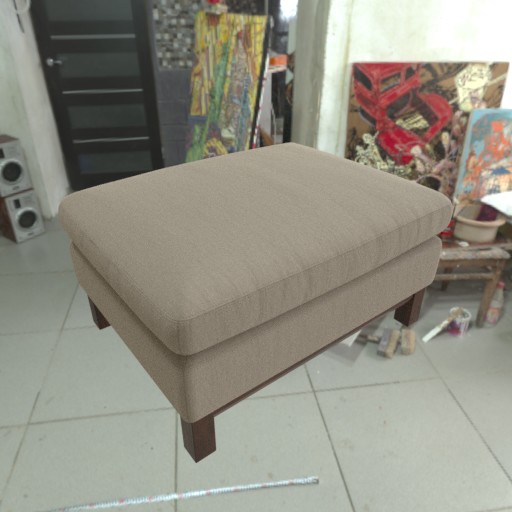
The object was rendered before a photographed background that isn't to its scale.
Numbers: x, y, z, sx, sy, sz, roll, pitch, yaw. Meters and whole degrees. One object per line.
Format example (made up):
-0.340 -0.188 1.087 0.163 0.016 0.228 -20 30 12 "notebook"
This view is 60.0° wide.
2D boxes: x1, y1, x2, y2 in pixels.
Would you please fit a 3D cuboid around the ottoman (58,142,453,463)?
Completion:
0.000 0.000 1.121 0.771 0.420 0.606 -21 37 -32 "ottoman"
